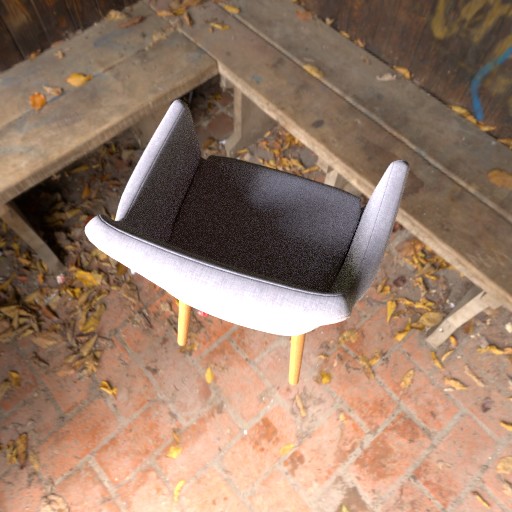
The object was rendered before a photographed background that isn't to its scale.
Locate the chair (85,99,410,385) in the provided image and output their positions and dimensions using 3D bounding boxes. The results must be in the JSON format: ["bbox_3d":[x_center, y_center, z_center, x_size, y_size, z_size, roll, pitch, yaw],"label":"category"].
[{"bbox_3d":[0.000,0.000,1.137,0.570,0.780,0.540,18,65,9],"label":"chair"}]
